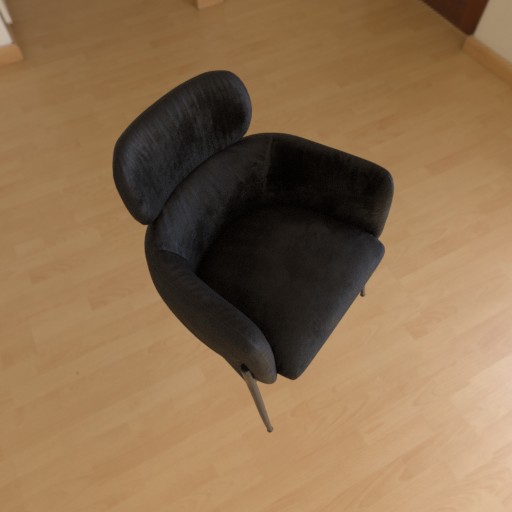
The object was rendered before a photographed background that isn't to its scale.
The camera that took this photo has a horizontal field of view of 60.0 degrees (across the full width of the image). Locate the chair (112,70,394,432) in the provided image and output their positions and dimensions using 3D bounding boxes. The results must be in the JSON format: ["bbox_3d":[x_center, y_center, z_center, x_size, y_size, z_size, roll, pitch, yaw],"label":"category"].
[{"bbox_3d":[0.000,0.000,1.290,0.604,0.818,0.640,32,64,18],"label":"chair"}]
